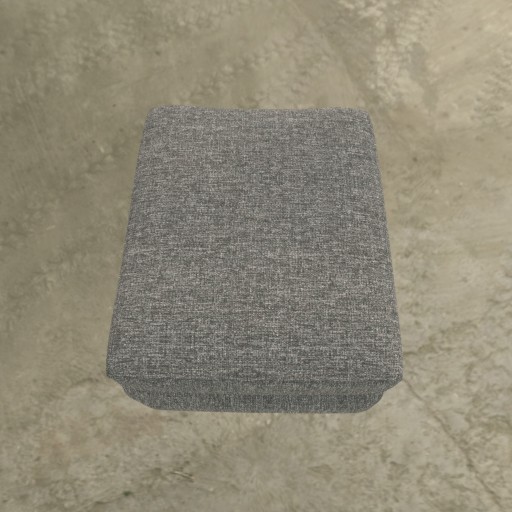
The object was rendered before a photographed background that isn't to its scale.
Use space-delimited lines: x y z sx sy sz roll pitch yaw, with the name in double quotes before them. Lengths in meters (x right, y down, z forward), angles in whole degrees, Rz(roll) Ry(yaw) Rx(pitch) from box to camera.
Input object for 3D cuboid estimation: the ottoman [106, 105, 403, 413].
"ottoman" 0.000 0.000 1.255 0.683 0.480 0.828 1 64 0
